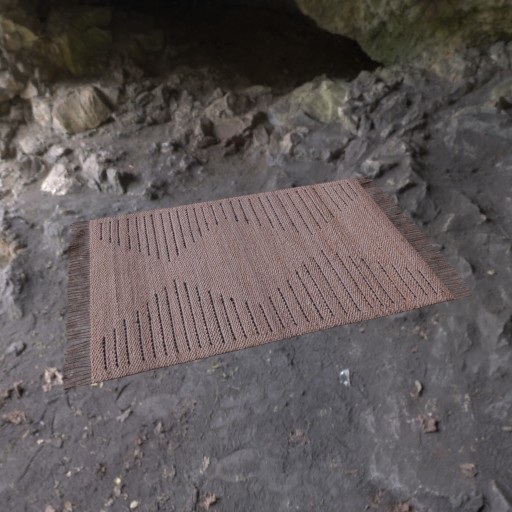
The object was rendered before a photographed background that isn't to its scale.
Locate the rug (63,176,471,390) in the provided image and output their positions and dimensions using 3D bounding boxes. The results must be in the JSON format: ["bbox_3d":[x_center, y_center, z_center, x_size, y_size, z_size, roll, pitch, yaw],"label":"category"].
[{"bbox_3d":[0.000,0.000,2.552,2.085,0.027,1.224,-11,43,-12],"label":"rug"}]
